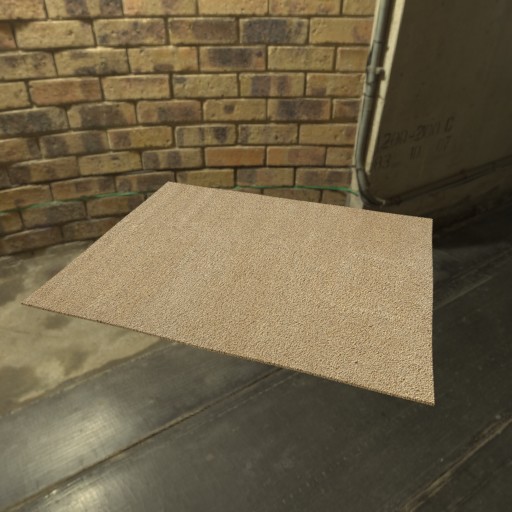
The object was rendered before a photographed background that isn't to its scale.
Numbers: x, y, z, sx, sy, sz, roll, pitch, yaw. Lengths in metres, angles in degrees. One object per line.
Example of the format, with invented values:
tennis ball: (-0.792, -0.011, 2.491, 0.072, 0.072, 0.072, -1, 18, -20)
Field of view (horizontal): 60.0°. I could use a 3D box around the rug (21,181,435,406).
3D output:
rug: (0.000, 0.000, 3.957, 3.000, 0.025, 2.400, 10, 35, 15)
